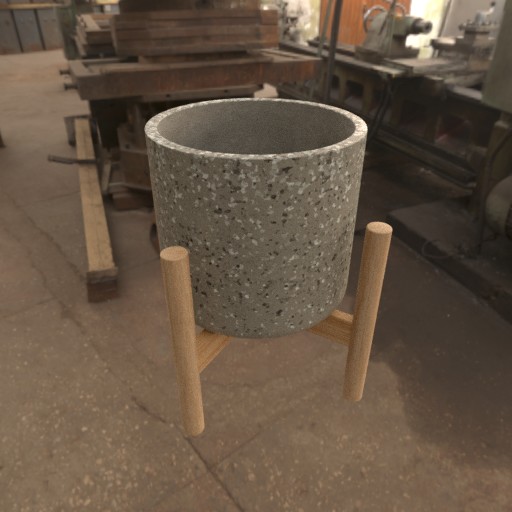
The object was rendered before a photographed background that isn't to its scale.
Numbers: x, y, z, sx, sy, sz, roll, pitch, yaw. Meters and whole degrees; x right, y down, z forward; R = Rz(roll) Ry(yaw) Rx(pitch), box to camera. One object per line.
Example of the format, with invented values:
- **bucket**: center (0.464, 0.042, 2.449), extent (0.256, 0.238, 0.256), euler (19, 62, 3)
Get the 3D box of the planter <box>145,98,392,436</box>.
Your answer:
- **planter**: center (0.000, 0.000, 0.535), extent (0.284, 0.320, 0.284), euler (-21, 37, -30)
